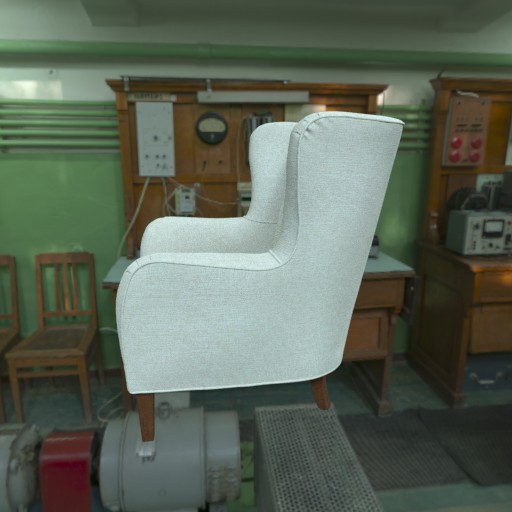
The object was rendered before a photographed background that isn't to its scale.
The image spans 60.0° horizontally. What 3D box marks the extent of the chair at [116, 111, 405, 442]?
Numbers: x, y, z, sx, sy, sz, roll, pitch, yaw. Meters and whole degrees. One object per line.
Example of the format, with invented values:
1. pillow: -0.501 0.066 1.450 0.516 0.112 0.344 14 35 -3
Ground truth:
1. chair: 0.000 0.000 1.742 0.966 1.040 0.838 -2 15 -8
